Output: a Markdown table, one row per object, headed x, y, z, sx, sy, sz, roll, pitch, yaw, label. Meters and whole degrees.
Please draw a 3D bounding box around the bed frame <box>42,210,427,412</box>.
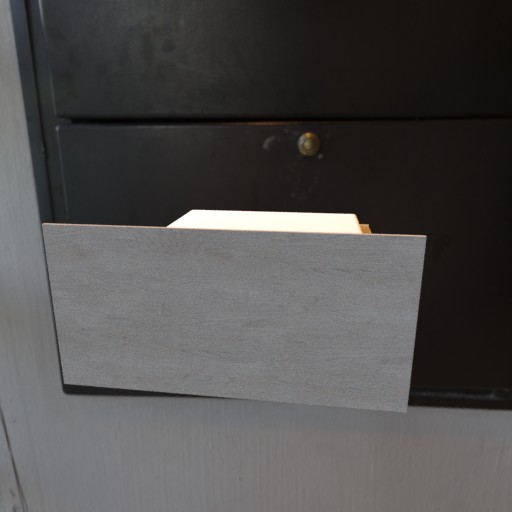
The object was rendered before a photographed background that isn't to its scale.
| x | y | z | sx | sy | sz | roll | pitch | yaw | label |
| --- | --- | --- | --- | --- | --- | --- | --- | --- | --- |
| 0.000 | 0.000 | 2.881 | 1.622 | 0.800 | 1.960 | 2 | 17 | 8 | bed frame |
